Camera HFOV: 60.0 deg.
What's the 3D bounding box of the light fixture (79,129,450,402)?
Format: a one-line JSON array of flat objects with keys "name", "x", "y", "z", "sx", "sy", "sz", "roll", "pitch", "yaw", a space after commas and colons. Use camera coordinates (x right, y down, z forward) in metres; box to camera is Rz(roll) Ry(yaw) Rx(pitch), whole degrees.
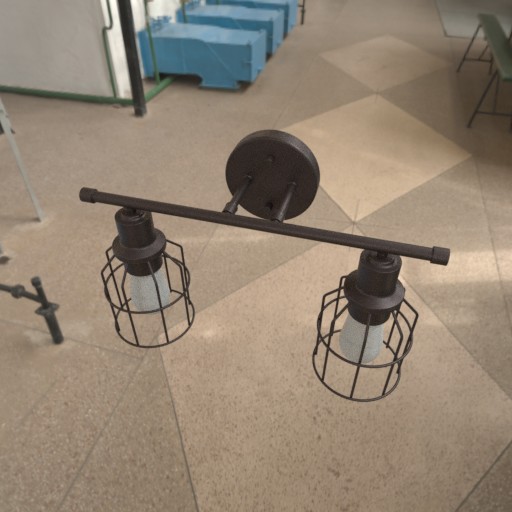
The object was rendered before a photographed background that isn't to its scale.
[{"name": "light fixture", "x": 0.000, "y": 0.000, "z": 0.540, "sx": 0.406, "sy": 0.254, "sz": 0.165, "roll": 11, "pitch": 42, "yaw": 12}]
